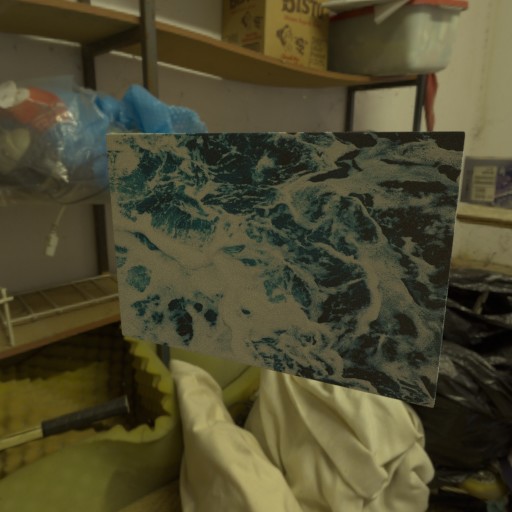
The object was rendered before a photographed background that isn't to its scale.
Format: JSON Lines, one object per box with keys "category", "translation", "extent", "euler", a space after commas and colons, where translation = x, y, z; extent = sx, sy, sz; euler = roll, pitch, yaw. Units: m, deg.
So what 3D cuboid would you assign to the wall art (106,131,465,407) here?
{"category": "wall art", "translation": [0.000, 0.000, 1.899], "extent": [1.524, 1.017, 0.055], "euler": [7, 16, 24]}
